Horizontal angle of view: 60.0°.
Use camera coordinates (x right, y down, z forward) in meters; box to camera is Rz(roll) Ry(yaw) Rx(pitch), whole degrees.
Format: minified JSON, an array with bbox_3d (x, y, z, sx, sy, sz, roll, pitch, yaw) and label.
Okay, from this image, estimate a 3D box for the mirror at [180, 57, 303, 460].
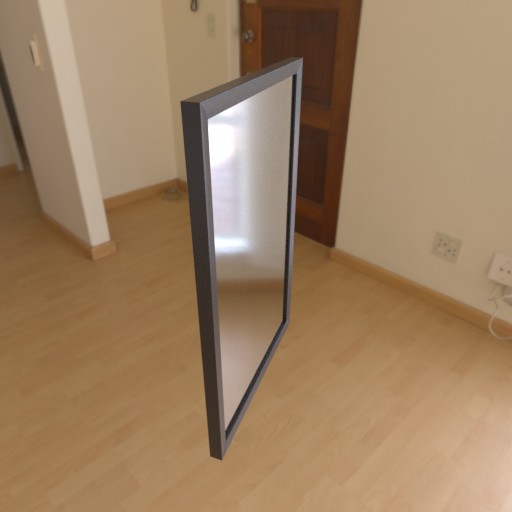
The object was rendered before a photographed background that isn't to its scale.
[{"bbox_3d":[0.000,0.000,1.191,0.040,0.915,0.609,11,32,18],"label":"mirror"}]
